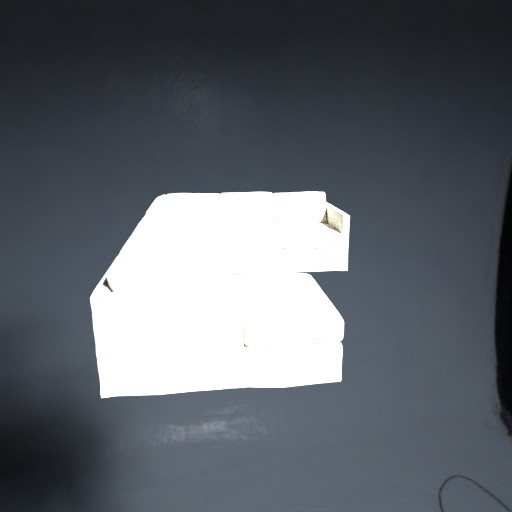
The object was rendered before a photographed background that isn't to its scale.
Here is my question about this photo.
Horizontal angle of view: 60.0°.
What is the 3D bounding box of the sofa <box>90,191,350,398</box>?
[{"bbox_3d":[0.000,0.000,4.480,2.448,0.882,3.464,-2,16,-7],"label":"sofa"}]
